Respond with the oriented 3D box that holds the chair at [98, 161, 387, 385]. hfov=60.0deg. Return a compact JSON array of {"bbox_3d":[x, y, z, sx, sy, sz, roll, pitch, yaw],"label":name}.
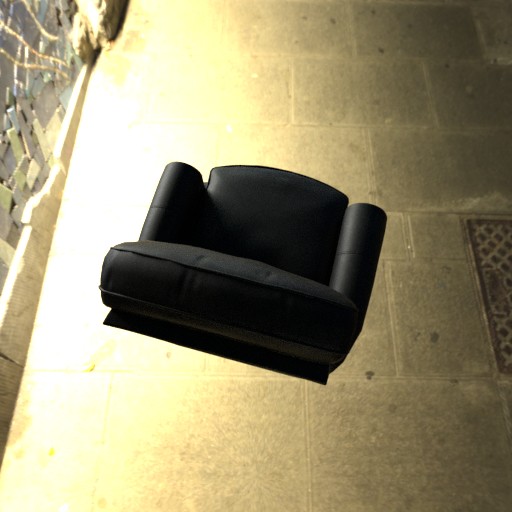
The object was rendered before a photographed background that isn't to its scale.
[{"bbox_3d":[0.000,0.000,1.758,0.936,1.018,0.986,14,64,7],"label":"chair"}]
